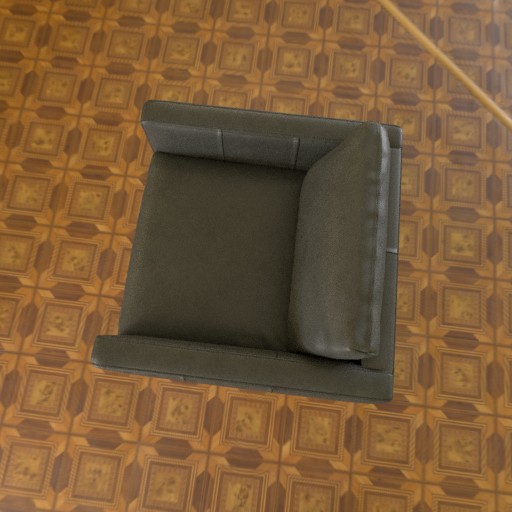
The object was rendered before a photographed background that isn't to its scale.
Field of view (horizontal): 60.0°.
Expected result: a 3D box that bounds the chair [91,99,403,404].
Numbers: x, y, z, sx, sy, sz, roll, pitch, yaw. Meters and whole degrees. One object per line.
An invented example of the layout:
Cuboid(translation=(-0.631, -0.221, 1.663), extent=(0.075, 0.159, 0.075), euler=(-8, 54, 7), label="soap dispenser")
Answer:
Cuboid(translation=(0.000, 0.000, 1.504), extent=(0.861, 0.824, 0.967), euler=(7, 75, 2), label="chair")
